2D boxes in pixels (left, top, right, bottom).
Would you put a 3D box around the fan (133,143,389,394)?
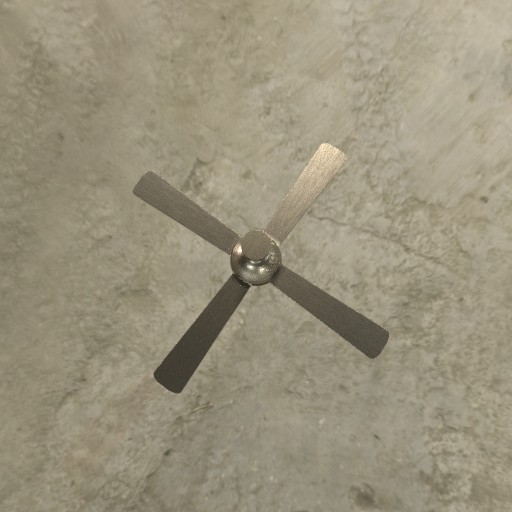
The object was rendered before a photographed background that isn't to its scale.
[{"bbox_3d":[0.000,0.000,1.977,1.321,0.381,1.321,-33,79,-8],"label":"fan"}]
